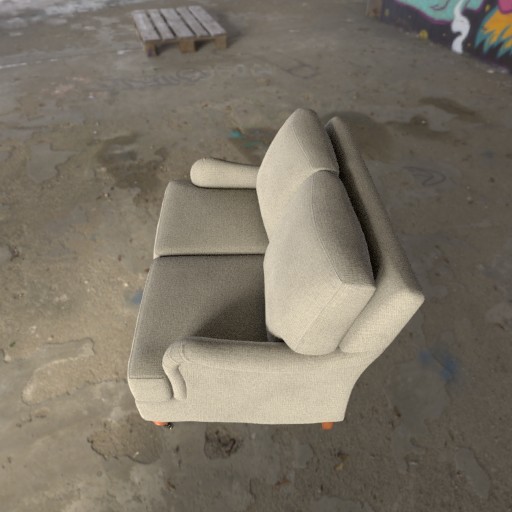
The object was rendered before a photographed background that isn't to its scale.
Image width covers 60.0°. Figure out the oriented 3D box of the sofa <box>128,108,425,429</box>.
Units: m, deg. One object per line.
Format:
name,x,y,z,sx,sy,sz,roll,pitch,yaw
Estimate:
sofa,0.000,0.000,2.246,1.087,0.999,1.480,-1,41,-2
